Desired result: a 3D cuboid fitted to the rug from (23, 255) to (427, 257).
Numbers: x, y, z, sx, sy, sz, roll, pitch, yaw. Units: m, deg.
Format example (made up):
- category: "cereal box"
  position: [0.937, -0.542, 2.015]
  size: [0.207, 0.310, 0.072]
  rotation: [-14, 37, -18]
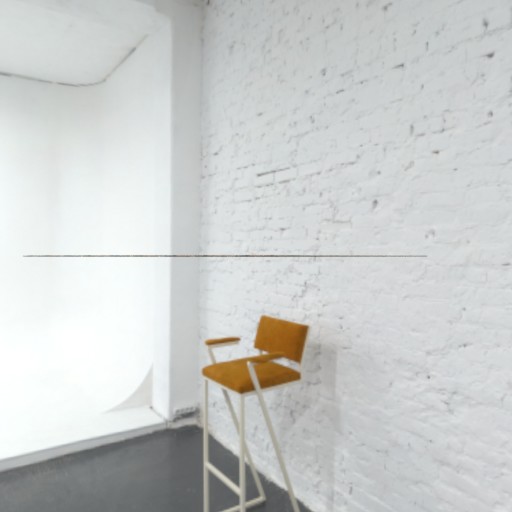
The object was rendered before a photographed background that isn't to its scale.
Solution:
- category: "rug"
  position: [0.000, 0.000, 4.204]
  size: [2.379, 0.011, 3.221]
  rotation: [0, 0, 35]
